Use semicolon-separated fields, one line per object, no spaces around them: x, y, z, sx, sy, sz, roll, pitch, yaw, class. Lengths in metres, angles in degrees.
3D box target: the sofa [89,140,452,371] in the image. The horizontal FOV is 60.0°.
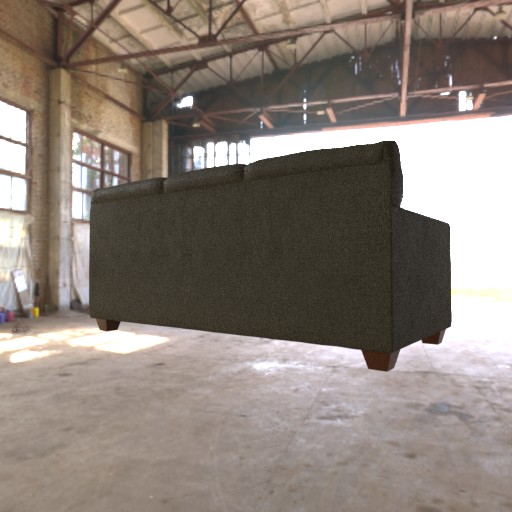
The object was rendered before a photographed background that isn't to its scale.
0.000;0.000;2.673;2.024;0.958;0.997;-1;-2;37;sofa
